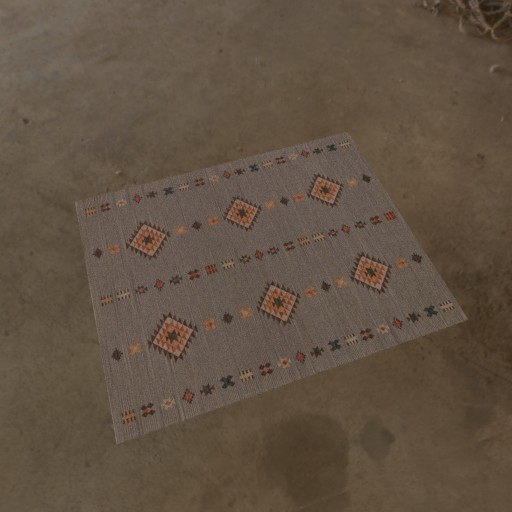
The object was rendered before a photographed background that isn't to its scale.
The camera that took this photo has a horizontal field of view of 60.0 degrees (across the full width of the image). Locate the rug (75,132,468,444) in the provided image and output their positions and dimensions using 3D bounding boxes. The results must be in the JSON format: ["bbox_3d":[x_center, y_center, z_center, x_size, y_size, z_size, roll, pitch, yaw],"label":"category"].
[{"bbox_3d":[0.000,0.000,4.155,3.035,0.008,2.425,-17,60,-10],"label":"rug"}]
